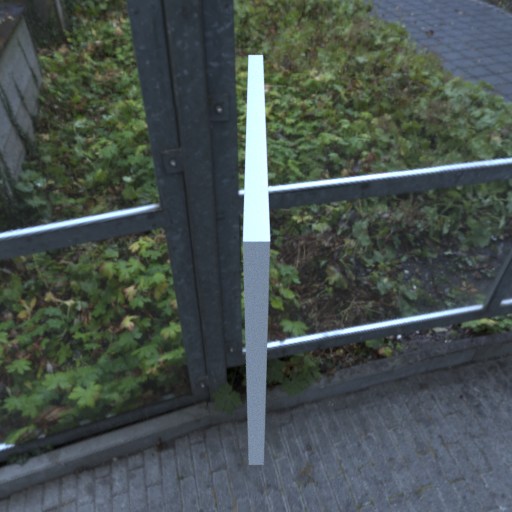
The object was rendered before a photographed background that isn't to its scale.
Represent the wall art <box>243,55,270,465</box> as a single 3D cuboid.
[{"bbox_3d":[0.000,0.000,0.694,0.023,0.453,0.455,0,43,0],"label":"wall art"}]
